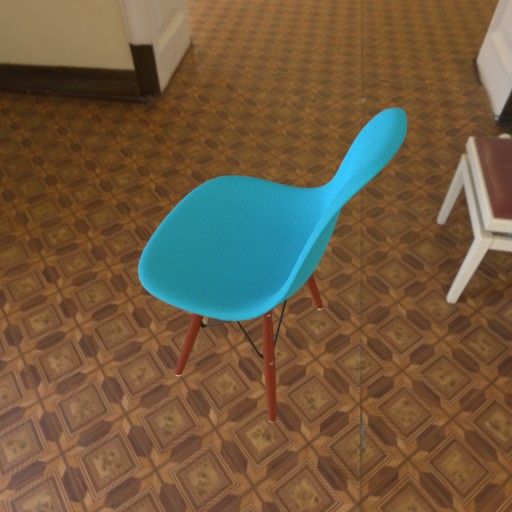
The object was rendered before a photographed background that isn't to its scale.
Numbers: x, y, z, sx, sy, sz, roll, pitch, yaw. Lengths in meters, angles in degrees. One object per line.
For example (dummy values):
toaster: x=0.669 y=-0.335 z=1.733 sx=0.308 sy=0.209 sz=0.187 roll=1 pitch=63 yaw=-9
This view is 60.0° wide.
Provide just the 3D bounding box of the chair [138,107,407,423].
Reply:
chair: x=0.000 y=0.000 z=1.108 sx=0.533 sy=0.826 sz=0.470 roll=17 pitch=50 yaw=14
